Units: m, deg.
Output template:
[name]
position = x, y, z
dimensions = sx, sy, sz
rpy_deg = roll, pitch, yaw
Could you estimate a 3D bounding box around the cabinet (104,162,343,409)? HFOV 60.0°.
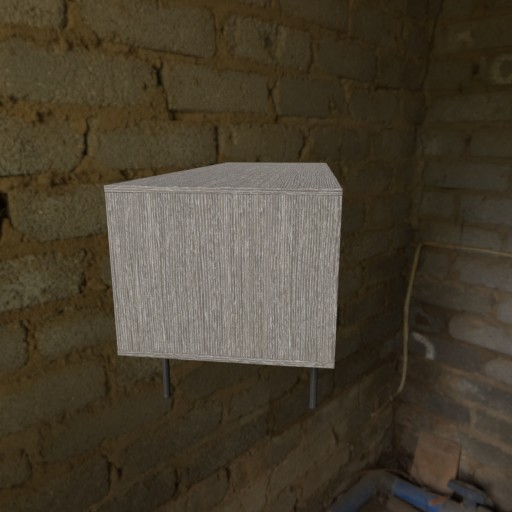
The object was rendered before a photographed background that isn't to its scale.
[cabinet]
position = 0.000, 0.000, 1.567
dimensions = 0.500, 0.599, 1.300
rpy_deg = 2, 14, 7
